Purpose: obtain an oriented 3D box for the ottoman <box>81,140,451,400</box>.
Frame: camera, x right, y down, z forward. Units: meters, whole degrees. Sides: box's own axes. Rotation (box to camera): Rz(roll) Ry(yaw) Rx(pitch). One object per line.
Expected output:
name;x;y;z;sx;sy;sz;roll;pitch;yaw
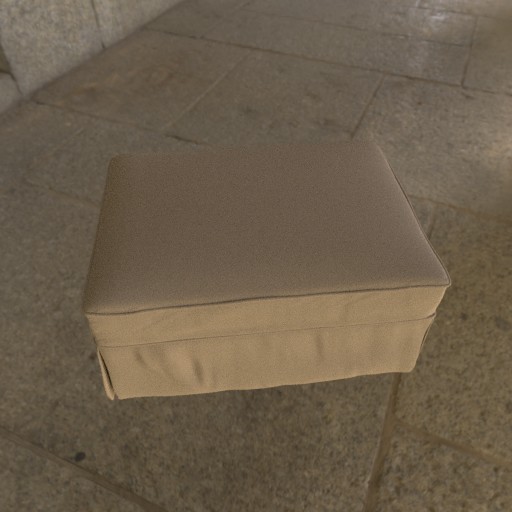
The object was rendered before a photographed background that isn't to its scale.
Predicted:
ottoman;0.000;0.000;1.408;0.959;0.482;0.721;-4;48;-4
